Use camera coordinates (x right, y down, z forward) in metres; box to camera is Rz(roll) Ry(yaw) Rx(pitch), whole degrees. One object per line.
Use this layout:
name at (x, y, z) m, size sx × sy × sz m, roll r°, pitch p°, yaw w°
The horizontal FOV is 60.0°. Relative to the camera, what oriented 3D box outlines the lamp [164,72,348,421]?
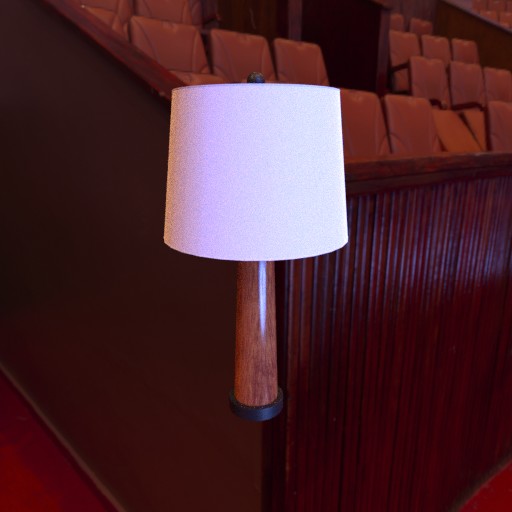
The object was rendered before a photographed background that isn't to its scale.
lamp at (0.000, 0.000, 0.865) m, size 0.349 × 0.667 × 0.349 m, roll 0°, pitch 16°, yaw 0°
